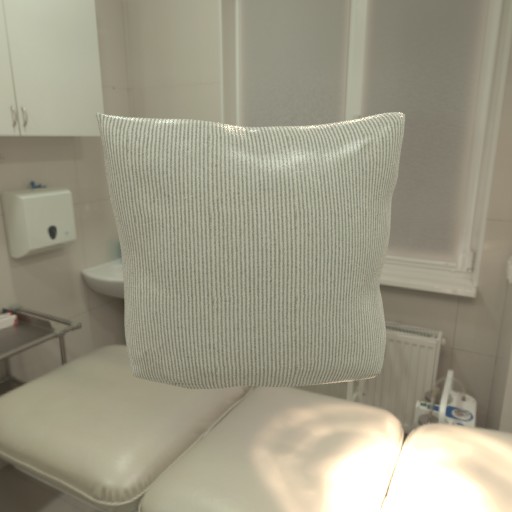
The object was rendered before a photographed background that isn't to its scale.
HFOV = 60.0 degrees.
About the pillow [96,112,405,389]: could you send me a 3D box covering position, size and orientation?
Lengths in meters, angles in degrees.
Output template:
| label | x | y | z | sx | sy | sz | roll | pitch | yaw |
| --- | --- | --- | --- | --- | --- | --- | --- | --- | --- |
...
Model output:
| label | x | y | z | sx | sy | sz | roll | pitch | yaw |
| --- | --- | --- | --- | --- | --- | --- | --- | --- | --- |
| pillow | 0.000 | 0.000 | 0.699 | 0.387 | 0.432 | 0.310 | 8 | 17 | 27 |
